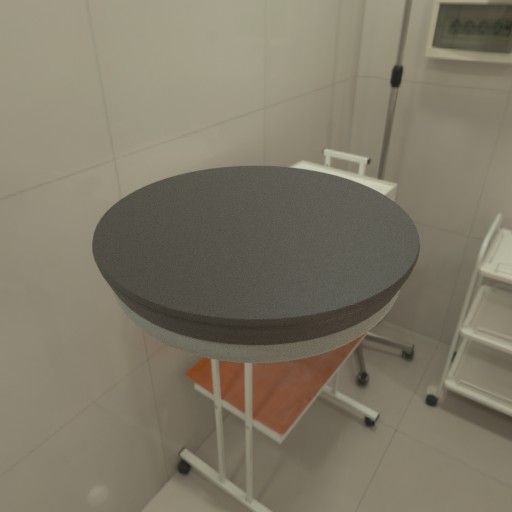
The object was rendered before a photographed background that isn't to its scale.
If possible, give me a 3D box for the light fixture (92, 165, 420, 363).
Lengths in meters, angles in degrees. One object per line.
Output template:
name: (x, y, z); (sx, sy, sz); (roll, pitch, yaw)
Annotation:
light fixture: (0.000, 0.000, 0.545); (0.368, 0.100, 0.368); (0, 31, 0)
